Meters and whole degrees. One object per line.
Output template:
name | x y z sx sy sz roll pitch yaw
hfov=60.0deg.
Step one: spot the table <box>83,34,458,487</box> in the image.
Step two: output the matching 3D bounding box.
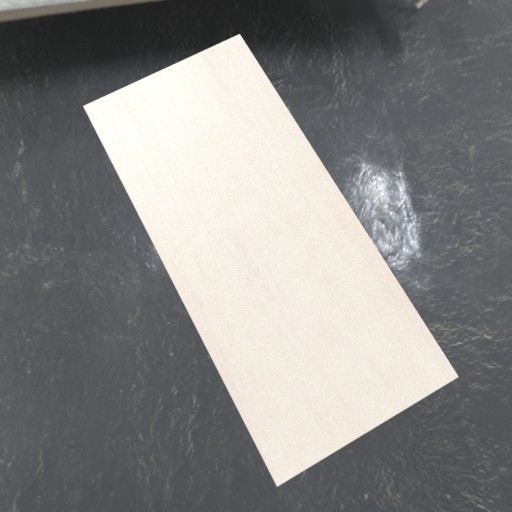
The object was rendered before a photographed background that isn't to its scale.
table | 0.000 0.000 1.288 0.457 0.483 1.016 -28 77 -7
